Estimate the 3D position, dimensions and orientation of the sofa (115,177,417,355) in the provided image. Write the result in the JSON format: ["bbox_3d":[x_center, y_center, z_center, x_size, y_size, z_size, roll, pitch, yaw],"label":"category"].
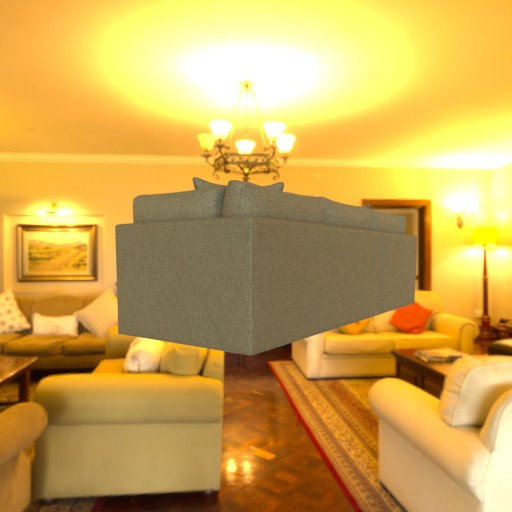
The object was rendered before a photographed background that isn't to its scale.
[{"bbox_3d":[0.000,0.000,3.902,1.994,0.978,2.896,0,0,35],"label":"sofa"}]
